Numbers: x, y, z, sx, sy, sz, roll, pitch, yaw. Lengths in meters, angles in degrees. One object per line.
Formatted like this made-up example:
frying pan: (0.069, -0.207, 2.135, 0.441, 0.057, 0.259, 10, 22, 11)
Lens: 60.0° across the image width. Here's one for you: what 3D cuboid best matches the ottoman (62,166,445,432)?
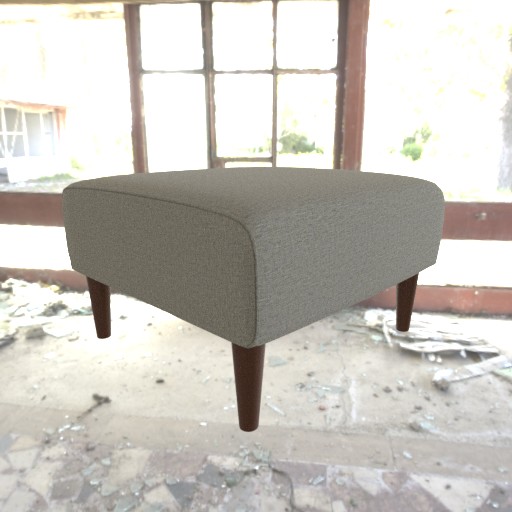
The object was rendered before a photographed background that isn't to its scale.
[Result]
ottoman: (0.000, 0.000, 1.060, 0.648, 0.399, 0.655, 14, 20, 43)
